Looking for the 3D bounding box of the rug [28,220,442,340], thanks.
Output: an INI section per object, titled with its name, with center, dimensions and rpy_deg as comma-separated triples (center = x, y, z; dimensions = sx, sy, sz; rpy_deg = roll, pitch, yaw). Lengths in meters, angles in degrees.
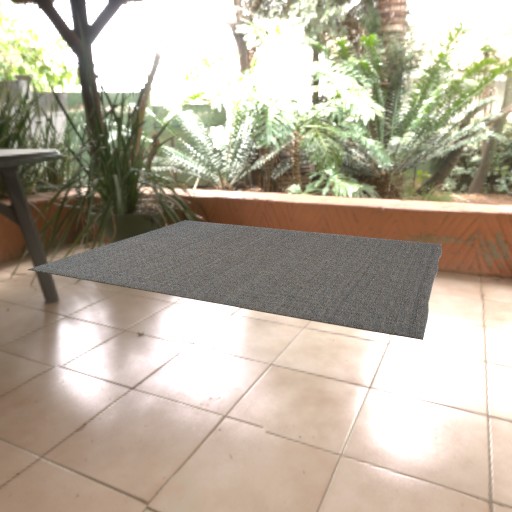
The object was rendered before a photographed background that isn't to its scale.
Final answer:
[rug]
center = 0.000, 0.000, 4.216
dimensions = 3.200, 0.007, 2.443
rpy_deg = 7, 17, 24
